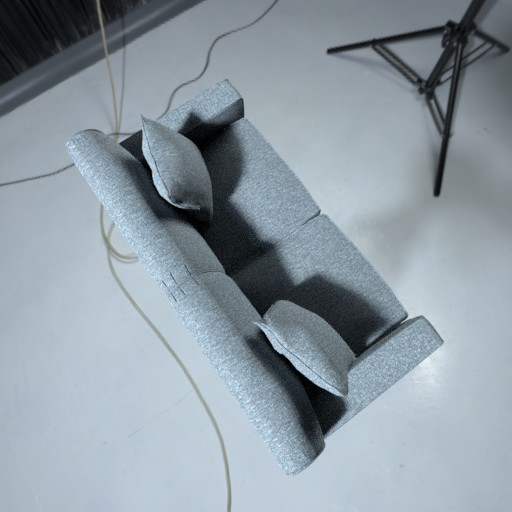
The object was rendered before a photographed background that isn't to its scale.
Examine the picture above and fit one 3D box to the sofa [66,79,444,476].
[{"bbox_3d":[0.000,0.000,2.404,0.998,0.958,1.846,-35,77,-9],"label":"sofa"}]
